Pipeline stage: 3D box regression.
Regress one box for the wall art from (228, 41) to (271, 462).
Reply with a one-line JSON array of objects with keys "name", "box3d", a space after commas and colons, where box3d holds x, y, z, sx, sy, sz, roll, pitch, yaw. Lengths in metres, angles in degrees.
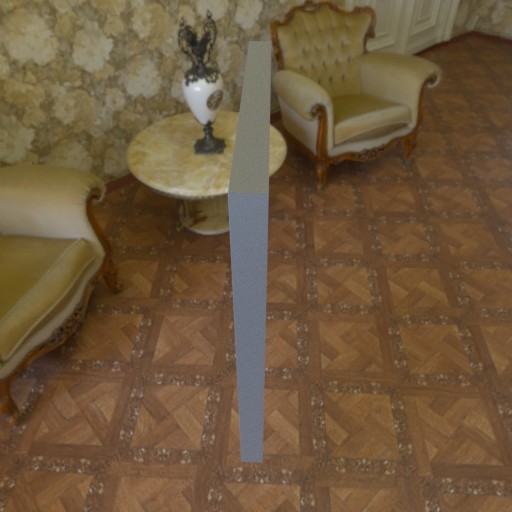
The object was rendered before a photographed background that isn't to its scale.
[{"name": "wall art", "box3d": [0.000, 0.000, 0.753, 0.037, 0.554, 0.453, 1, 42, 1]}]
